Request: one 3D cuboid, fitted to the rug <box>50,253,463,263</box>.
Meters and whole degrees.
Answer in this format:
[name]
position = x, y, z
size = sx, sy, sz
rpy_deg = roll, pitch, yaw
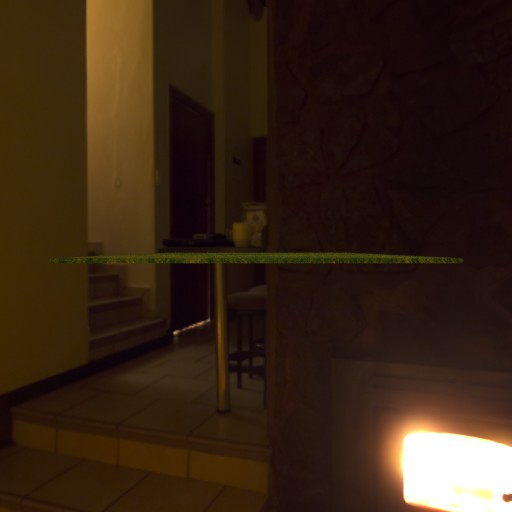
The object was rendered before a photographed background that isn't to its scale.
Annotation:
[rug]
position = 0.000, 0.000, 4.183
size = 2.405, 0.027, 3.217
rpy_deg = 0, 1, 0
